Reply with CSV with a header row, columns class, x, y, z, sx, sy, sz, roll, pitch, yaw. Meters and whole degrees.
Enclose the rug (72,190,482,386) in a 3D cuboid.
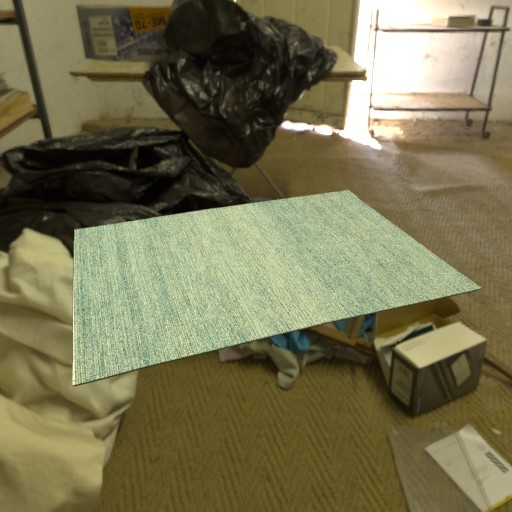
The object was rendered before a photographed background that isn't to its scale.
class,x,y,z,sx,sy,sz,roll,pitch,yaw
rug,0.000,0.000,5.223,4.078,0.052,2.802,-10,33,-16
